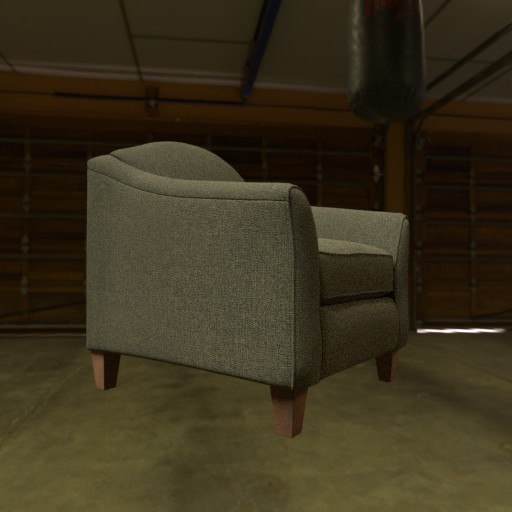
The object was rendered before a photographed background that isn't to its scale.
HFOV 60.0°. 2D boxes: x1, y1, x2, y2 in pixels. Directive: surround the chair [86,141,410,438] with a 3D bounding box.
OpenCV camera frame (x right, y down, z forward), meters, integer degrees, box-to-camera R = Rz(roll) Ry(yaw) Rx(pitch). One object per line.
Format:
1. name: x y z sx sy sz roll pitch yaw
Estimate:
1. chair: 0.000 0.000 1.450 0.787 0.839 0.763 -1 -2 37
